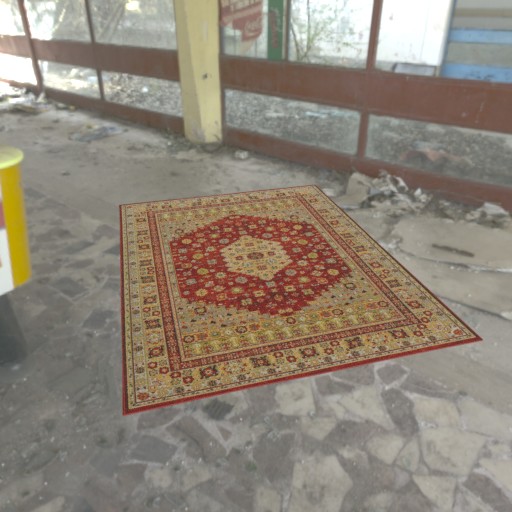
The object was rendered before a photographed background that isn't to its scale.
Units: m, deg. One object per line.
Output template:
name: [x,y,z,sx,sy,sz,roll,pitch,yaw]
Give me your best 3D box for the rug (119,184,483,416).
rug: [0.000,0.000,4.027,2.387,0.013,3.053,-8,31,-13]
